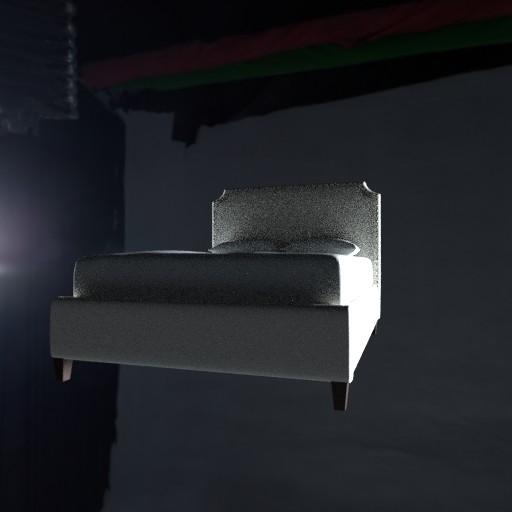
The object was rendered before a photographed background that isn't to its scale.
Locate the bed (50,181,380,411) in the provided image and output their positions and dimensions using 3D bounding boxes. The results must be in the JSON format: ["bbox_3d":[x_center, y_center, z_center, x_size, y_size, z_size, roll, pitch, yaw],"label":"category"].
[{"bbox_3d":[0.000,0.000,3.362,1.712,1.443,2.365,0,-1,18],"label":"bed"}]
